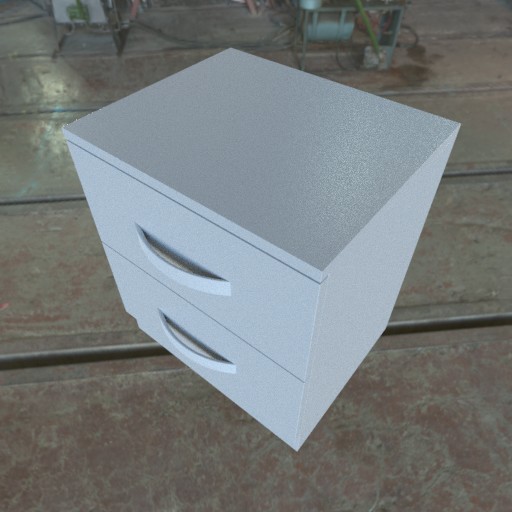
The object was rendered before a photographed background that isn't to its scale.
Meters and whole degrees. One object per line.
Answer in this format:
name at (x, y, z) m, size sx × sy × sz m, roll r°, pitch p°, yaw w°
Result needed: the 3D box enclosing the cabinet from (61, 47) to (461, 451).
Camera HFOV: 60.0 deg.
cabinet at (0.000, 0.000, 0.739) m, size 0.400 × 0.470 × 0.360 m, roll 30°, pitch 53°, yaw 26°
